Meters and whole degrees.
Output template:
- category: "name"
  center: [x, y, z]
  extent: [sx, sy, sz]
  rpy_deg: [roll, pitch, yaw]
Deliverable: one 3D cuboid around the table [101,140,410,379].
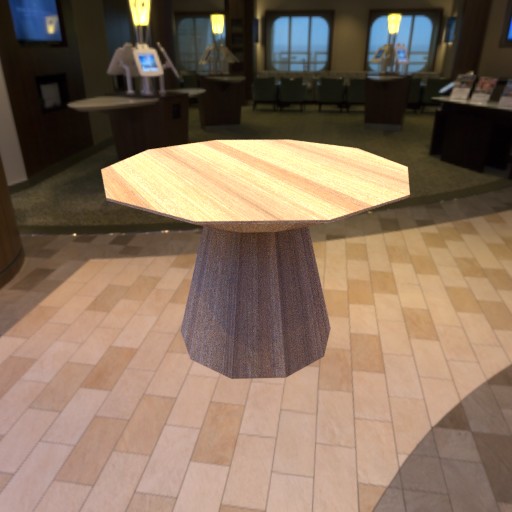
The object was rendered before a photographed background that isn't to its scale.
- category: "table"
  center: [0.000, 0.000, 1.877]
  extent: [1.186, 0.752, 1.186]
  rpy_deg: [0, 26, 0]
